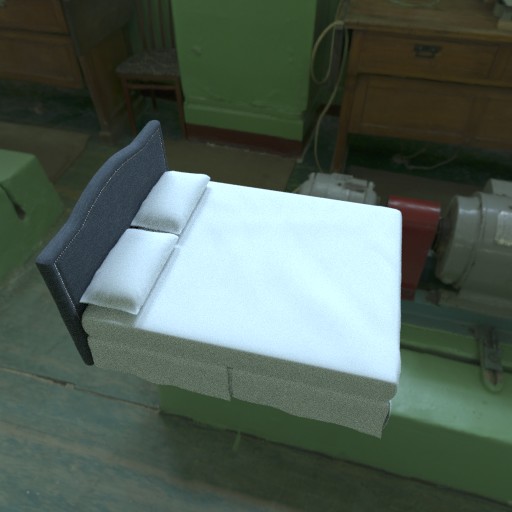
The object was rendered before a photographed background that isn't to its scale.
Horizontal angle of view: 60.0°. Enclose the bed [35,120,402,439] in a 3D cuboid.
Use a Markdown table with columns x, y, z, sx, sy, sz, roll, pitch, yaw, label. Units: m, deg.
| x | y | z | sx | sy | sz | roll | pitch | yaw | label |
| --- | --- | --- | --- | --- | --- | --- | --- | --- | --- |
| 0.000 | 0.000 | 3.984 | 2.689 | 1.457 | 2.161 | 10 | 46 | 10 | bed |
